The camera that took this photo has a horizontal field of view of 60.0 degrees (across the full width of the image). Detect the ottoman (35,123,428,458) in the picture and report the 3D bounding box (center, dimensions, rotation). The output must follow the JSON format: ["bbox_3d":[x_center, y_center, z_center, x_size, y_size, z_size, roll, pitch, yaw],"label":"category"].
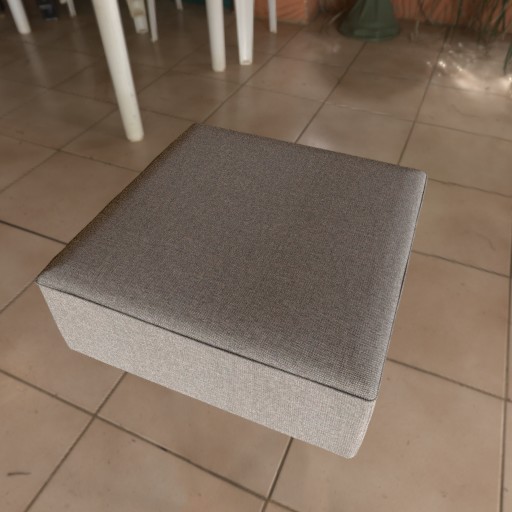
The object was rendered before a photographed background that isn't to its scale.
[{"bbox_3d":[0.000,0.000,1.592,1.023,0.423,1.017,16,47,16],"label":"ottoman"}]
